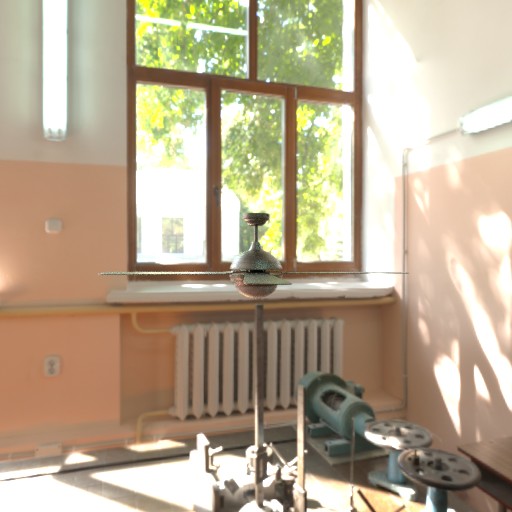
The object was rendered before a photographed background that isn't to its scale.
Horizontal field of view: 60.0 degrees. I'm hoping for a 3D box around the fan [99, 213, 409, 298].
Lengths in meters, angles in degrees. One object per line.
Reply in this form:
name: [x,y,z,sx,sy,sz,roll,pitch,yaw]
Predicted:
fan: [0.000,0.000,2.008,1.321,0.381,1.321,0,1,18]
